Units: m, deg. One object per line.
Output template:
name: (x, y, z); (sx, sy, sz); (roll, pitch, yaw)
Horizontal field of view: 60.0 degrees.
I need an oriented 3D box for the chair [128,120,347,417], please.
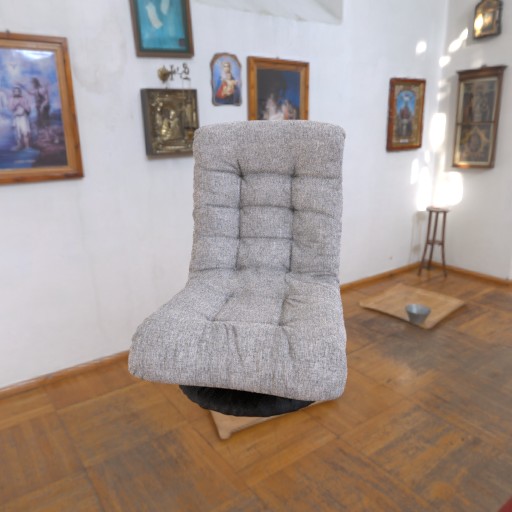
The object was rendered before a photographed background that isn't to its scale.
chair: (0.000, 0.000, 0.996); (0.400, 0.600, 0.583); (2, 15, 8)
